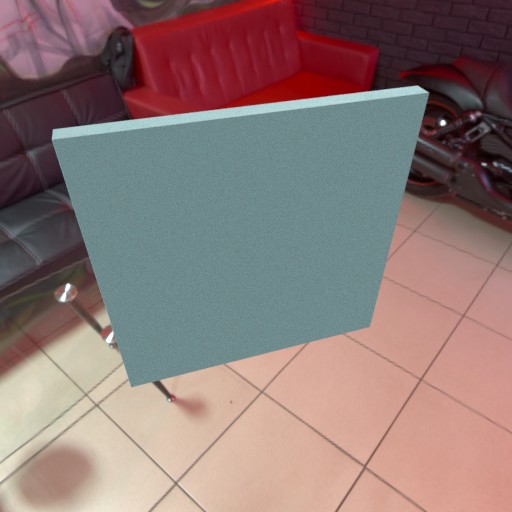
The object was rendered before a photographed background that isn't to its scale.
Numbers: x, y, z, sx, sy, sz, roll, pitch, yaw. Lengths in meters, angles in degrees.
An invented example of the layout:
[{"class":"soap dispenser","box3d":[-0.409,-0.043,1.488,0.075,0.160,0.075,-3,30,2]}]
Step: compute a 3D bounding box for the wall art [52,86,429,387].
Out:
[{"class":"wall art","box3d":[0.000,0.000,0.890,0.603,0.603,0.036,-11,42,-13]}]
